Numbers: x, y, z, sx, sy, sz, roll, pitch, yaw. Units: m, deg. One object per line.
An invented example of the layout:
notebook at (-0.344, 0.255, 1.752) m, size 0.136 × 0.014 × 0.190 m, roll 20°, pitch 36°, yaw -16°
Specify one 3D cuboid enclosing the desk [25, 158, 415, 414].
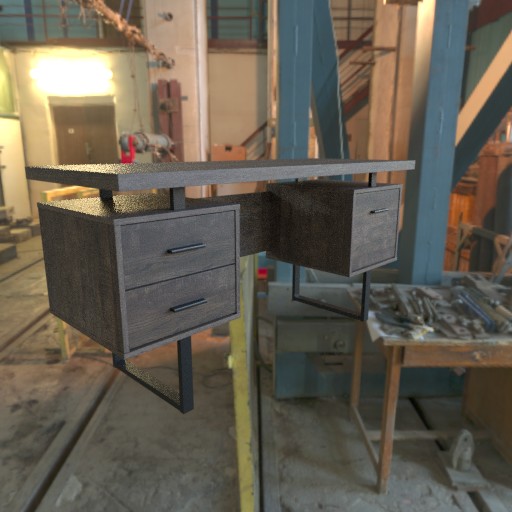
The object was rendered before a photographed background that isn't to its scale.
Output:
desk at (0.000, 0.000, 1.847) m, size 0.600 × 0.760 × 1.524 m, roll 13°, pitch 19°, yaw 43°
